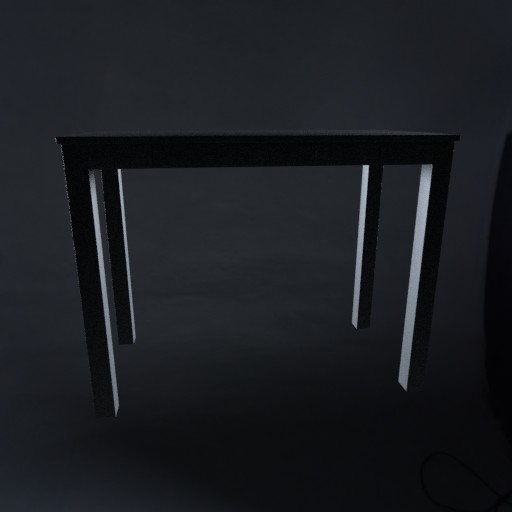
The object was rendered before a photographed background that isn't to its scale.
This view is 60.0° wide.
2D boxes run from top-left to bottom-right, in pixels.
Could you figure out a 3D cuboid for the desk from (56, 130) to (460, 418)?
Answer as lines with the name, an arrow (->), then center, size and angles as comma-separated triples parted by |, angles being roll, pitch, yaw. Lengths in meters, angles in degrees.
desk -> 0.000, 0.000, 1.421 | 0.991, 0.762, 0.499 | -2, 17, -8
